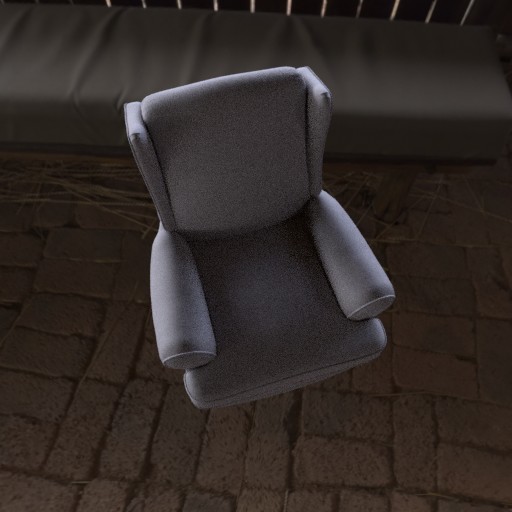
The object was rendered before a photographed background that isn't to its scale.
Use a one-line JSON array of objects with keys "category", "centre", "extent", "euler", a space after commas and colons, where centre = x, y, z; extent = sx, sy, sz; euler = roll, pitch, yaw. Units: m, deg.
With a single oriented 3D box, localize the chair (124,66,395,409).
[{"category": "chair", "centre": [0.000, 0.000, 1.715], "extent": [0.847, 1.011, 0.969], "euler": [-14, 65, -7]}]
